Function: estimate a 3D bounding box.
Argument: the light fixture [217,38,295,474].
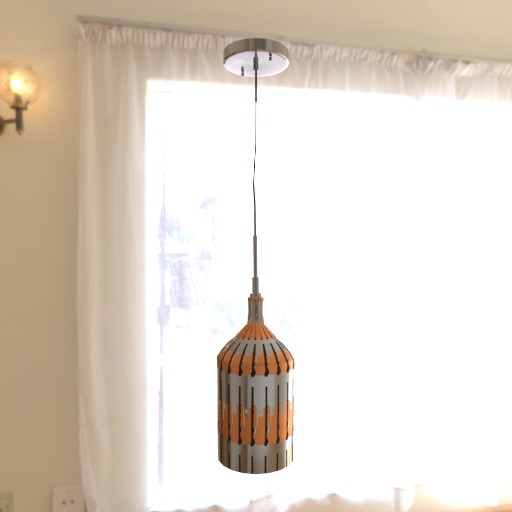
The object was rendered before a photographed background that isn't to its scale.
[{"bbox_3d":[0.000,0.000,1.697,0.303,1.535,0.303,0,1,0],"label":"light fixture"}]
